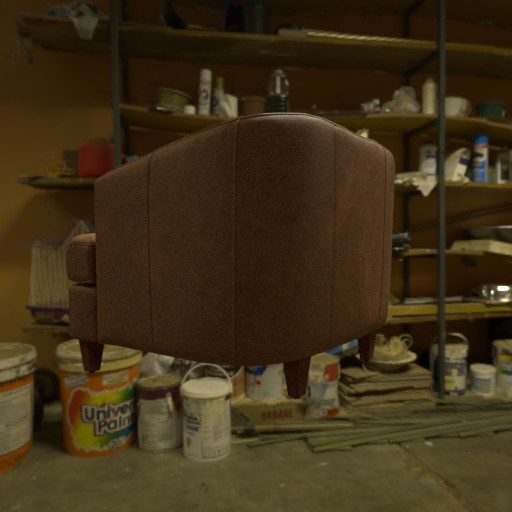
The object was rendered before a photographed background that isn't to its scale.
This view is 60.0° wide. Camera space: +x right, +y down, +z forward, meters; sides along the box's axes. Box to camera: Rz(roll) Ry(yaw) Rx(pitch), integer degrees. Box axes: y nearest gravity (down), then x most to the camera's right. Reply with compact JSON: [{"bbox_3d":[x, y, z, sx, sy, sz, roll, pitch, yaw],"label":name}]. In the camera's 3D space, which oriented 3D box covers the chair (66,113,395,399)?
[{"bbox_3d":[0.000,0.000,1.754,0.911,0.836,1.119,1,2,37],"label":"chair"}]
